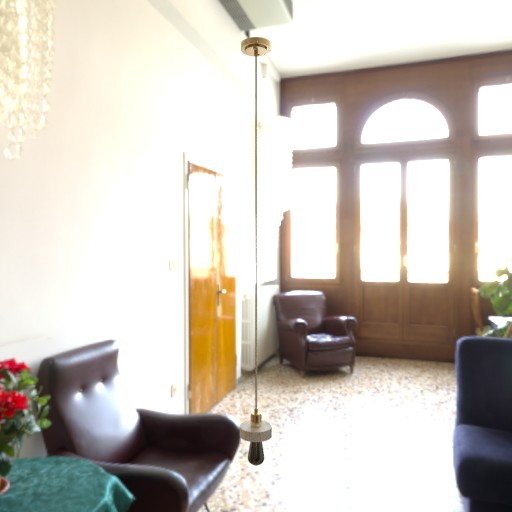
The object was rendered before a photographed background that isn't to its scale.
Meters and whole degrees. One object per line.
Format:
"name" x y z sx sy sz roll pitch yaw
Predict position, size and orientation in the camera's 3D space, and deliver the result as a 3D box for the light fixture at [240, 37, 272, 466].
"light fixture" 0.000 0.000 1.754 0.129 1.669 0.129 0 1 -17
